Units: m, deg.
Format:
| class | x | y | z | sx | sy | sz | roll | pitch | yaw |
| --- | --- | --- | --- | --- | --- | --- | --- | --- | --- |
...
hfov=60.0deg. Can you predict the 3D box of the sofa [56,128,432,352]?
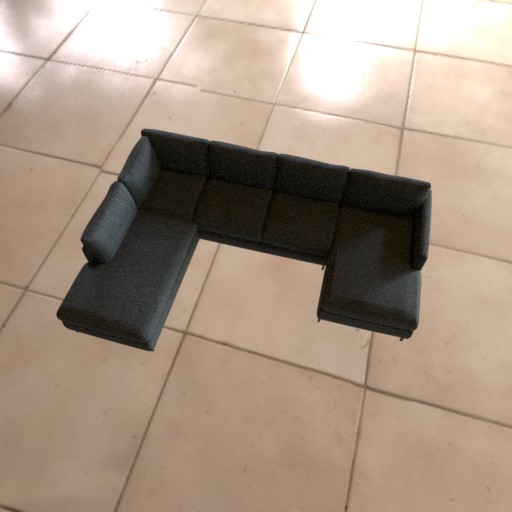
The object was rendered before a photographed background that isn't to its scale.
| class | x | y | z | sx | sy | sz | roll | pitch | yaw |
| --- | --- | --- | --- | --- | --- | --- | --- | --- | --- |
| sofa | 0.000 | 0.000 | 3.704 | 2.737 | 0.753 | 1.879 | 13 | 59 | 8 |
